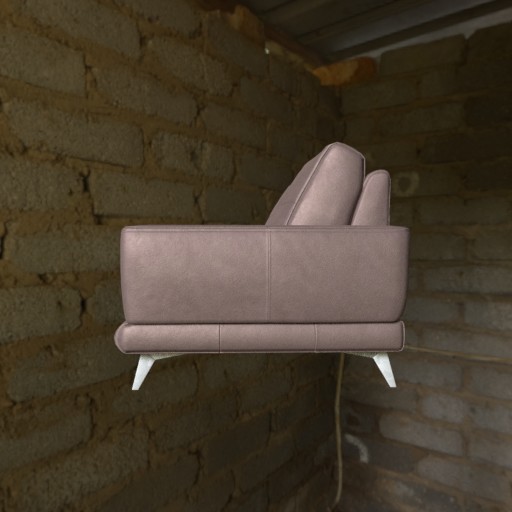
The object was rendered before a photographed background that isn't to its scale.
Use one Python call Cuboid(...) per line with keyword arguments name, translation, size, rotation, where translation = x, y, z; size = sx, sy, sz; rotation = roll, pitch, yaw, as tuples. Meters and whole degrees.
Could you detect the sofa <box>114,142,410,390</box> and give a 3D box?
Cuboid(name="sofa", translation=(0.000, 0.000, 2.363), size=(1.018, 0.907, 1.806), rotation=(0, 1, -2))
